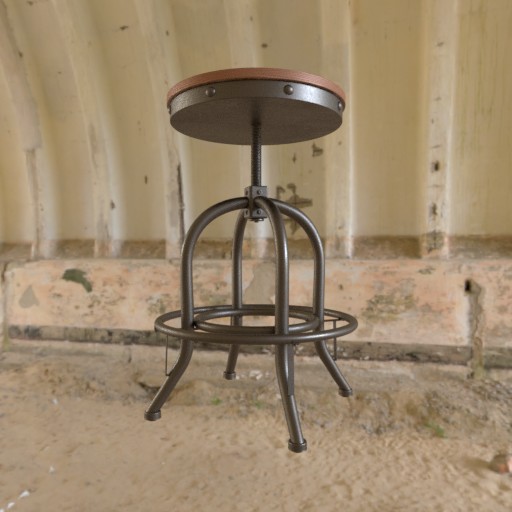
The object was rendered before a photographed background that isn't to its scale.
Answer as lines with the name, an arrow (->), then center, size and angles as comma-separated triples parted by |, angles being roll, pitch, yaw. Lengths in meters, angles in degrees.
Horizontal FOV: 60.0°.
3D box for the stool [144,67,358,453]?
stool -> 0.000, 0.000, 0.887 | 0.439, 0.609, 0.439 | 0, 1, -19
